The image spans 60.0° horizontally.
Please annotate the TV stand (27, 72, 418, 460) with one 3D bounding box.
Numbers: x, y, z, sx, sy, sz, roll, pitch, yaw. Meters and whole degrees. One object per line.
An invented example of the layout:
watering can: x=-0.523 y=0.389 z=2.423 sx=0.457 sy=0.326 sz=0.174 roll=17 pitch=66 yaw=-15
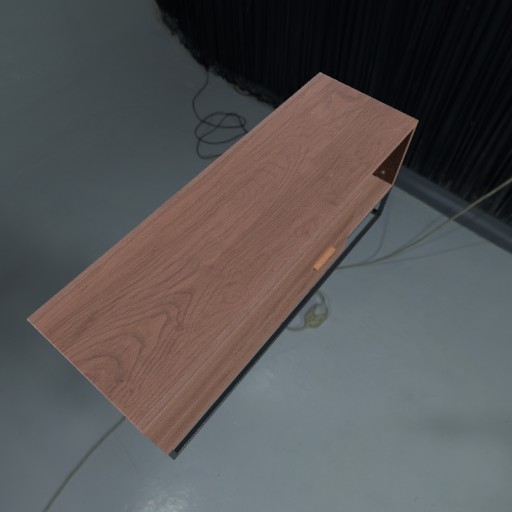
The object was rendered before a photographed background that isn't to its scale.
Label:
TV stand: x=0.000 y=0.000 z=1.433 sx=0.415 sy=0.500 sz=1.200 roll=35 pitch=64 yaw=20
